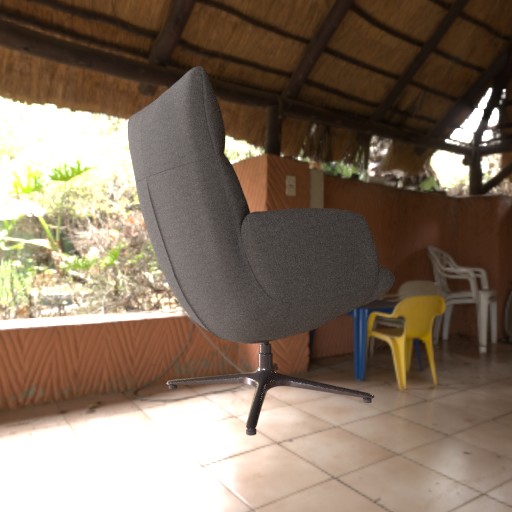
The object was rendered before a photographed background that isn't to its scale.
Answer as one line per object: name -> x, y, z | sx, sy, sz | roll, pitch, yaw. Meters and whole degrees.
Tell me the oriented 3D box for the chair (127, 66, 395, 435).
chair -> 0.000, 0.000, 1.554 | 0.831, 0.984, 0.702 | 0, 0, -35
